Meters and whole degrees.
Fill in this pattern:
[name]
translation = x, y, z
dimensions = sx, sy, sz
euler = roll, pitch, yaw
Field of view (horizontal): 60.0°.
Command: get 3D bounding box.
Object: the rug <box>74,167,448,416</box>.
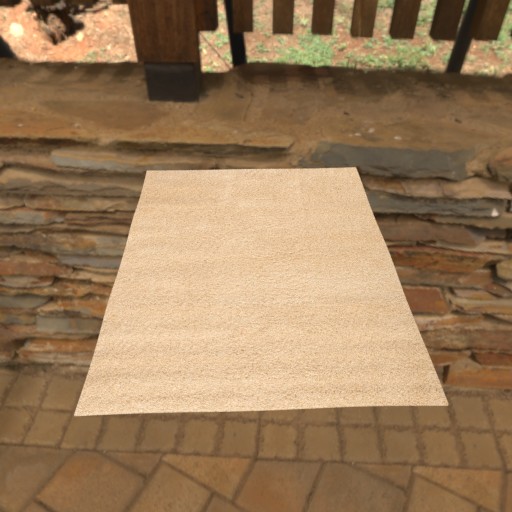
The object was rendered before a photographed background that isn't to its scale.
[rug]
translation = 0.000, 0.000, 3.967
dimensions = 2.400, 0.025, 3.000
euler = -1, 41, -1
